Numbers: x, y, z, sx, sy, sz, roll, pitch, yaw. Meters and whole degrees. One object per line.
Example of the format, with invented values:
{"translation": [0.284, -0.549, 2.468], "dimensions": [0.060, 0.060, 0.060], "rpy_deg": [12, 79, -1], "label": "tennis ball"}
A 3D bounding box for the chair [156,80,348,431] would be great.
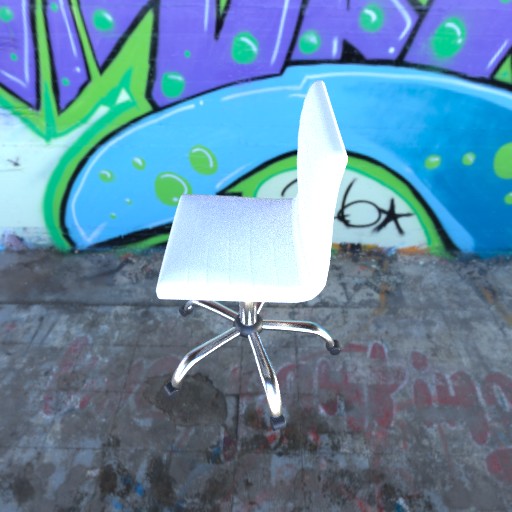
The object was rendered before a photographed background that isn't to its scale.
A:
{"translation": [0.000, 0.000, 1.153], "dimensions": [0.530, 0.780, 0.556], "rpy_deg": [0, 40, 0], "label": "chair"}
